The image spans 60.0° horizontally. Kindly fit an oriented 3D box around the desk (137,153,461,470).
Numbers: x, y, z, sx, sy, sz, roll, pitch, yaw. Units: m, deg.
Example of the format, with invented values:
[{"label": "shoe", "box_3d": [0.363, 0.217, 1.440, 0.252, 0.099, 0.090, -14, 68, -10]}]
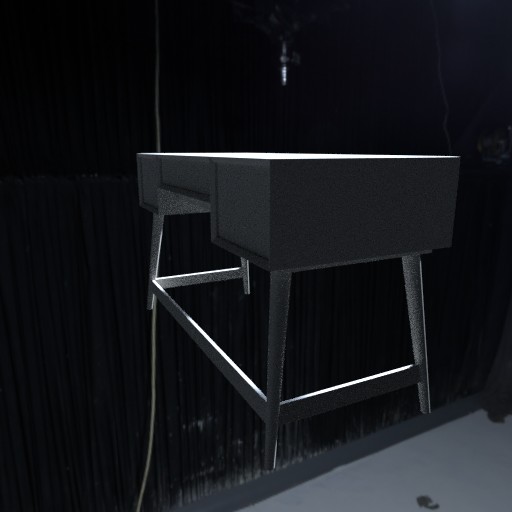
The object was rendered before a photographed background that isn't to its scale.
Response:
[{"label": "desk", "box_3d": [0.000, 0.000, 1.709, 0.589, 0.762, 1.313, -7, 15, -26]}]
